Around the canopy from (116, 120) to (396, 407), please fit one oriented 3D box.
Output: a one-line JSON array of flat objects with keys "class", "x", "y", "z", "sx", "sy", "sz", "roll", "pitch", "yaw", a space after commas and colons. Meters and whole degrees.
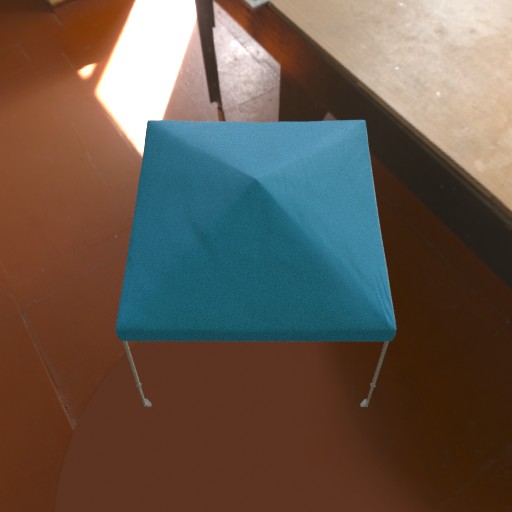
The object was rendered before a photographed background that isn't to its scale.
[{"class": "canopy", "x": 0.000, "y": 0.000, "z": 5.032, "sx": 2.848, "sy": 2.849, "sz": 2.849, "roll": 0, "pitch": 63, "yaw": 0}]
